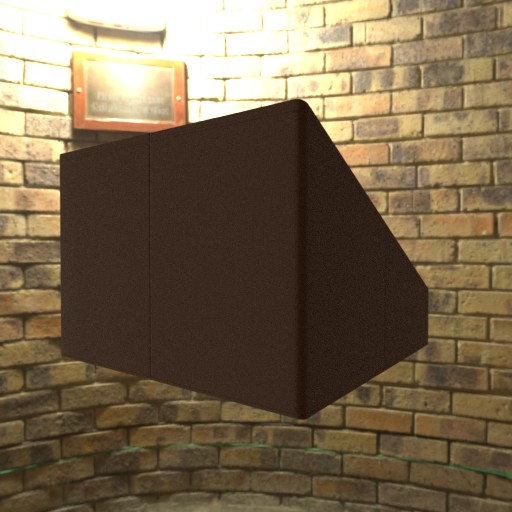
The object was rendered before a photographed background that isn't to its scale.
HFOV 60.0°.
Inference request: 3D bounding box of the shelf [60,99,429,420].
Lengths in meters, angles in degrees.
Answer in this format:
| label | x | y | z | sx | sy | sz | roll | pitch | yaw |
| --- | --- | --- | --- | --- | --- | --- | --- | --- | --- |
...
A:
| label | x | y | z | sx | sy | sz | roll | pitch | yaw |
| --- | --- | --- | --- | --- | --- | --- | --- | --- | --- |
| shelf | 0.000 | 0.000 | 0.487 | 0.292 | 0.210 | 0.292 | 1 | 1 | 37 |
